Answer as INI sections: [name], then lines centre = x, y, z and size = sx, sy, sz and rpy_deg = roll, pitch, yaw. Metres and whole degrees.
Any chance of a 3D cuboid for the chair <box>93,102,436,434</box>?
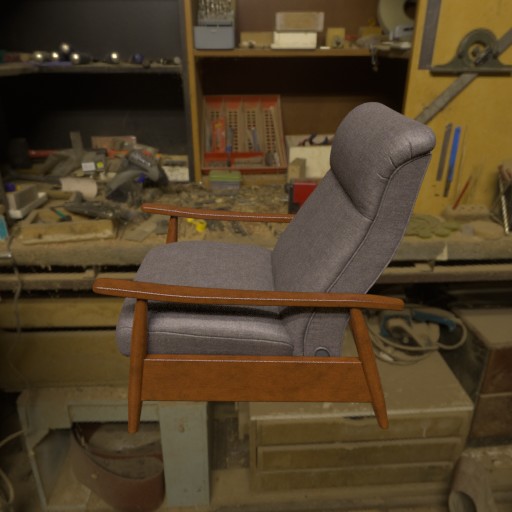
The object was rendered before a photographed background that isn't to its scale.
[chair]
centre = 0.000, 0.000, 1.725
size = 1.014, 1.081, 0.762
rpy_deg = -1, 26, -1
